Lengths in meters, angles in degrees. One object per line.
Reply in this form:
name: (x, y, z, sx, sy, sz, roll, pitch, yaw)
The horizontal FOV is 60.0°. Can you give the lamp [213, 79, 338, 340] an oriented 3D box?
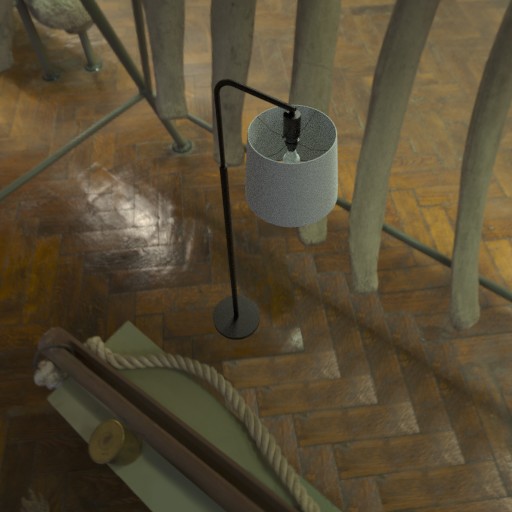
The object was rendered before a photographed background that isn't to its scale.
lamp: (0.000, 0.000, 1.666, 0.508, 1.478, 0.254, 34, 64, 20)
